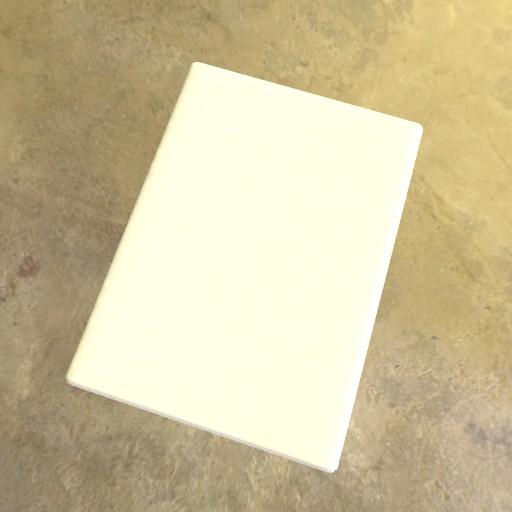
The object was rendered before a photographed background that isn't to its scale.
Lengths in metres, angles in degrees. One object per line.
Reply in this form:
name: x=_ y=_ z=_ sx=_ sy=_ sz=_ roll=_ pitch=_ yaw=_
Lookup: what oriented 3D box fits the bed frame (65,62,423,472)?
bed frame: x=0.000 y=0.000 z=2.566 sx=1.400 sy=0.561 sz=1.900 roll=17 pitch=77 yaw=4
